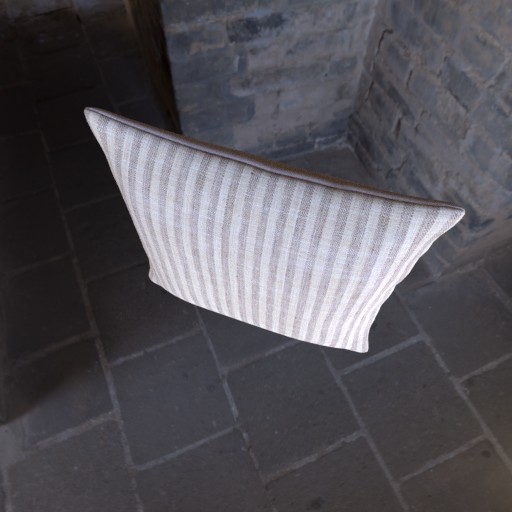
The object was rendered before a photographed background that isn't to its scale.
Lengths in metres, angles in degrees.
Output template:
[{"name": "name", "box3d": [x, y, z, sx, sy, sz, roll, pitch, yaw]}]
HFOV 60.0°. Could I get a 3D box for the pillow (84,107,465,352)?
[{"name": "pillow", "box3d": [0.000, 0.000, 0.785, 0.523, 0.510, 0.166, 17, 62, 10]}]
